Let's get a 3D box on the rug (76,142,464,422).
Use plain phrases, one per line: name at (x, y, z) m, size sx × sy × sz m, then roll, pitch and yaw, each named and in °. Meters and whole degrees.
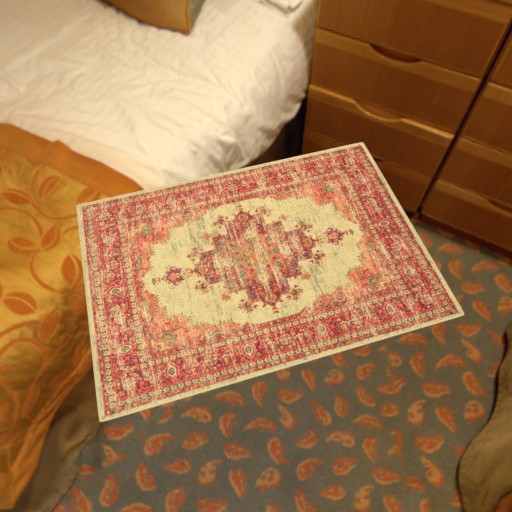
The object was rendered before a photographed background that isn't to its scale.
rug at (0.000, 0.000, 3.813) m, size 2.878 × 0.014 × 2.005 m, roll -14°, pitch 59°, yaw -9°
